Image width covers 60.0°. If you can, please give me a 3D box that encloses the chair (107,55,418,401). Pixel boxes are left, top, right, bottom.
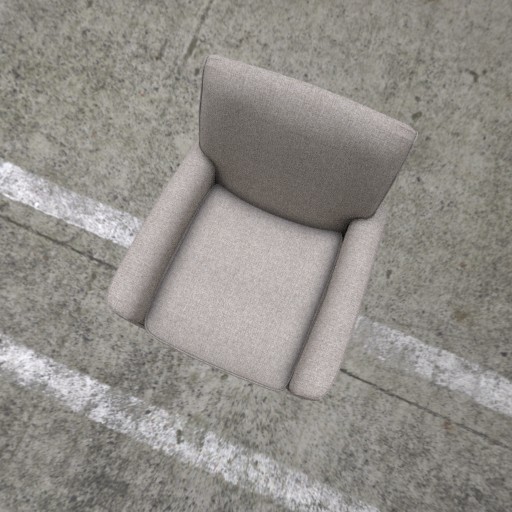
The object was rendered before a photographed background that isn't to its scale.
[{"bbox_3d":[0.000,0.000,1.658,0.848,1.014,0.864,22,76,6],"label":"chair"}]
